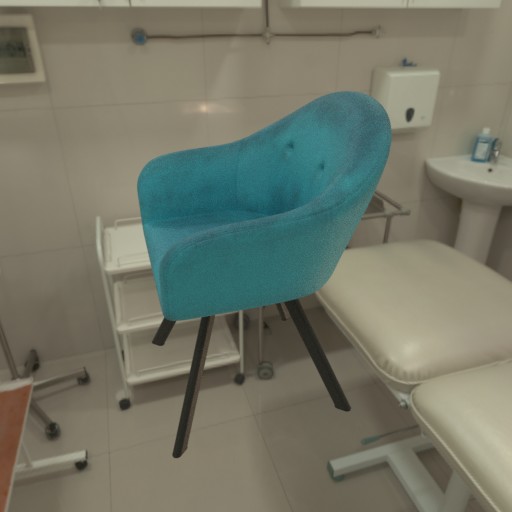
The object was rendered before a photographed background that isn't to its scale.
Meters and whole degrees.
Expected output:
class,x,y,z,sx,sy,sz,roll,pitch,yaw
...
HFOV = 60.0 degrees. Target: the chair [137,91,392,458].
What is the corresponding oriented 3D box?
class,x,y,z,sx,sy,sz,roll,pitch,yaw
chair,0.000,0.000,1.149,0.570,0.780,0.540,-9,30,-16
